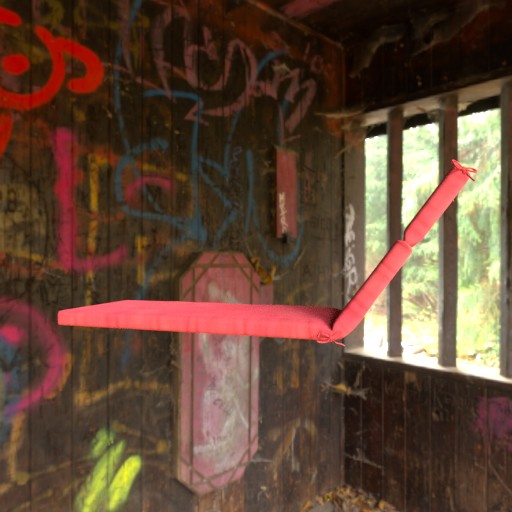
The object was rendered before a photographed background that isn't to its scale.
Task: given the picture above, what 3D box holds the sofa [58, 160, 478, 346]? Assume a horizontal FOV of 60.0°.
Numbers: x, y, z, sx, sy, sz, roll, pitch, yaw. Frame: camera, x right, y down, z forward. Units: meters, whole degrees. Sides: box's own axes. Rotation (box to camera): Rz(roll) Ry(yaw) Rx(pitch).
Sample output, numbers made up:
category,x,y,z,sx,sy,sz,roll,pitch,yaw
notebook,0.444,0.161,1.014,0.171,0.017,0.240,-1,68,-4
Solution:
category,x,y,z,sx,sy,sz,roll,pitch,yaw
sofa,0.000,0.000,1.912,1.663,0.622,0.582,0,0,18
